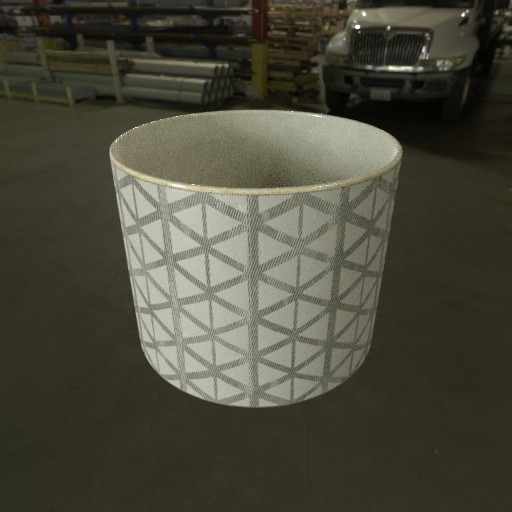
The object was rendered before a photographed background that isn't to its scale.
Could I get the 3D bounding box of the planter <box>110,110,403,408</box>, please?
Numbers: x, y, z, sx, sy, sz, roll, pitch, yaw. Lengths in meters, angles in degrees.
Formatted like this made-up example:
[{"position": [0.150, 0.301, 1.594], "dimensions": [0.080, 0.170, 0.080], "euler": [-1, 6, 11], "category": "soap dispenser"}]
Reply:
[{"position": [0.000, 0.000, 0.343], "dimensions": [0.190, 0.181, 0.190], "euler": [0, 30, 0], "category": "planter"}]
